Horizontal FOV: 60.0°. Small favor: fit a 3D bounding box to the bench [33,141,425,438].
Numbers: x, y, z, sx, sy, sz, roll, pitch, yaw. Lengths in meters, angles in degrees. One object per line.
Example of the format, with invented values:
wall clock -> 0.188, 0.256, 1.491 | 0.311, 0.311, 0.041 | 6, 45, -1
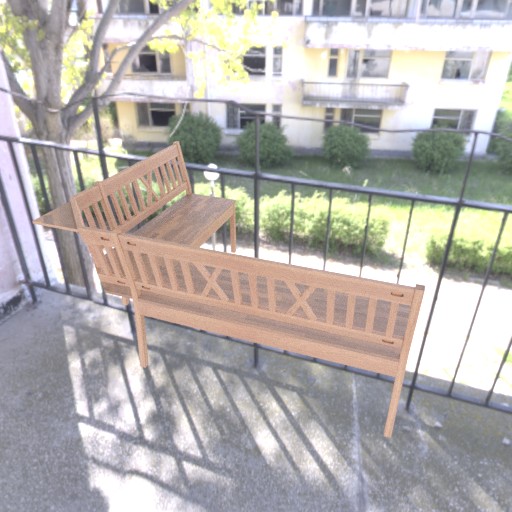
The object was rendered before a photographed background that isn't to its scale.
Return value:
bench -> 0.000, 0.000, 2.824 | 1.937, 0.902, 1.537 | 10, 31, 18
